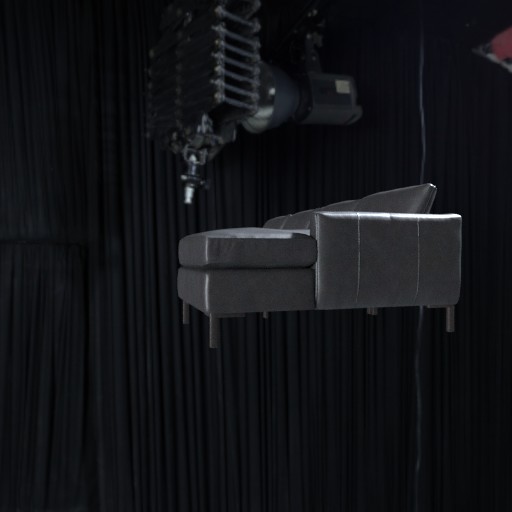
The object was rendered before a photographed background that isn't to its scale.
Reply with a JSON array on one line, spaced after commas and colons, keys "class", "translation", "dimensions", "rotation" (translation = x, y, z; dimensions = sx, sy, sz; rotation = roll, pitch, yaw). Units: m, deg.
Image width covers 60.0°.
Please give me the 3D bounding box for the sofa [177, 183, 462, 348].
[{"class": "sofa", "translation": [0.000, 0.000, 3.663], "dimensions": [1.471, 0.859, 2.993], "rotation": [0, 0, -18]}]
